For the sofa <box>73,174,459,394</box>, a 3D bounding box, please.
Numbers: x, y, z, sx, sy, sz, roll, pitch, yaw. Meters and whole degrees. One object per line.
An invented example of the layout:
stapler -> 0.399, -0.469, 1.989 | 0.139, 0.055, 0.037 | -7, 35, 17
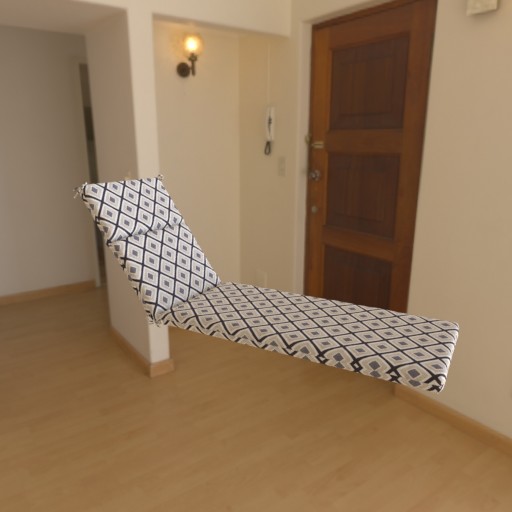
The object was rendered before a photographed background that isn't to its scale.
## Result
sofa -> 0.000, 0.000, 1.961 | 1.663, 0.622, 0.582 | 8, 17, 28
